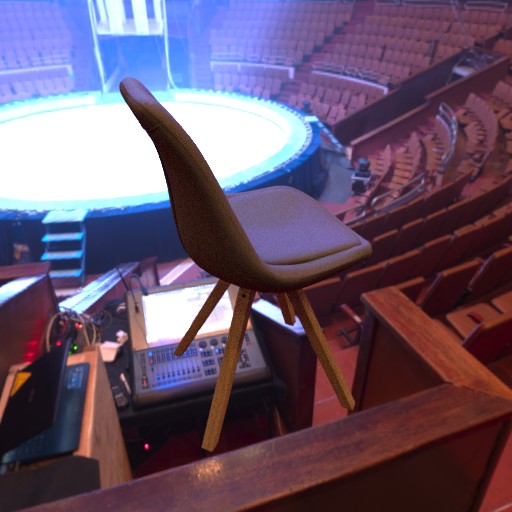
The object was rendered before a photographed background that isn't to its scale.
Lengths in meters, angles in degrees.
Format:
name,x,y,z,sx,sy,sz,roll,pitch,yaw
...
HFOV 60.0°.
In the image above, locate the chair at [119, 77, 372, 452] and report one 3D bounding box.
name,x,y,z,sx,sy,sz,roll,pitch,yaw
chair,0.000,0.000,1.153,0.547,0.865,0.483,-11,32,-18
